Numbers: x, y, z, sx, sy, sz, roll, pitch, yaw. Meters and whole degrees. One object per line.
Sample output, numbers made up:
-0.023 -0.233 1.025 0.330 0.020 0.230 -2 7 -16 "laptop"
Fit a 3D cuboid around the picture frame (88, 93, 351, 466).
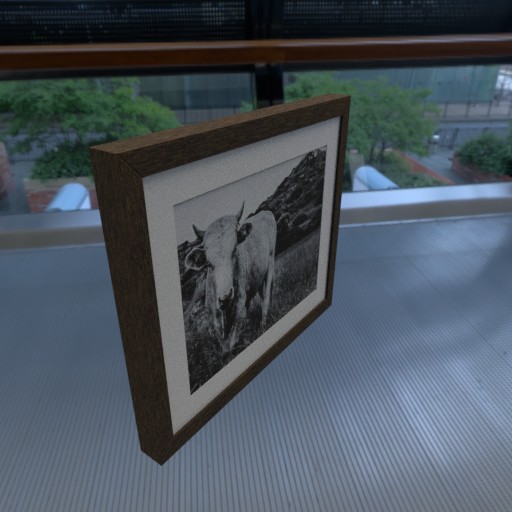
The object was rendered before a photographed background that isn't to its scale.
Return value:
0.000 0.000 0.534 0.033 0.330 0.378 19 33 32 "picture frame"
